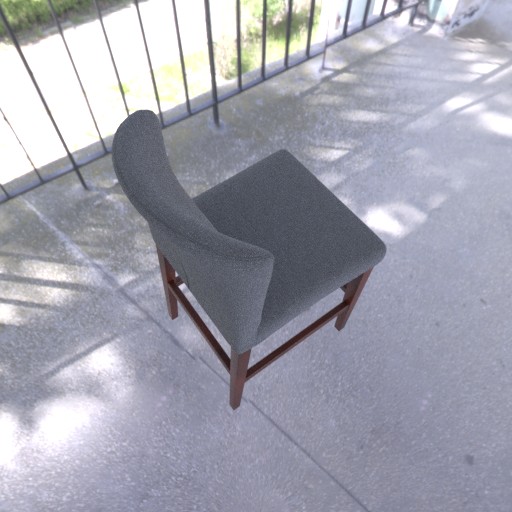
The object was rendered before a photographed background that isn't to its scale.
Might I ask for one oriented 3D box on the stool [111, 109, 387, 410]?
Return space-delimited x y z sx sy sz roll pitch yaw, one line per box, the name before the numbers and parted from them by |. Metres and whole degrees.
stool | 0.000 0.000 1.289 0.568 0.968 0.479 -32 64 -18
